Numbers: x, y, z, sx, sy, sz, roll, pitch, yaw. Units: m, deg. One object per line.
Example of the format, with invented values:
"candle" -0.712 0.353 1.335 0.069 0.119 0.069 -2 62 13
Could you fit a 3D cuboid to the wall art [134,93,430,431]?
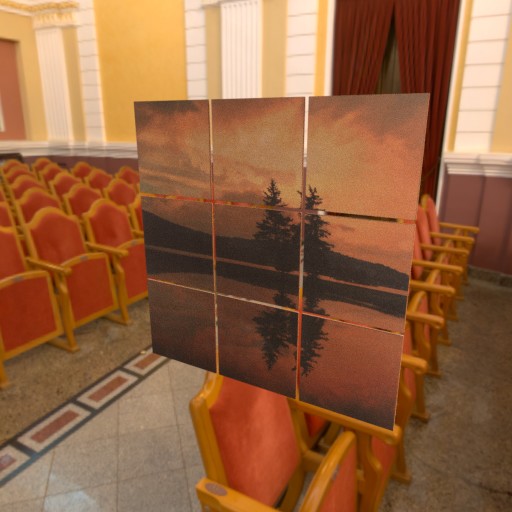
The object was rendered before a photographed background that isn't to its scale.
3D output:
"wall art" 0.000 0.000 2.269 1.520 1.525 0.013 9 19 28
